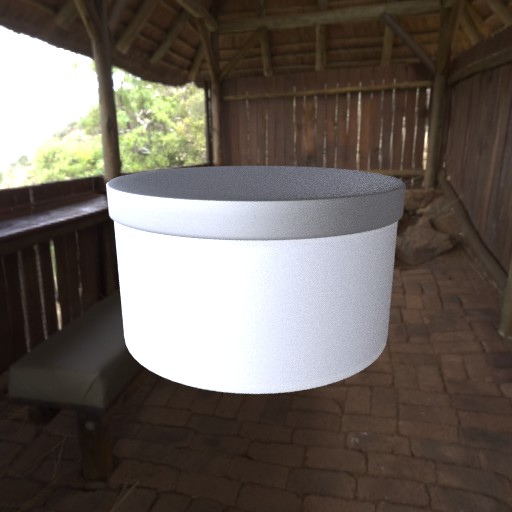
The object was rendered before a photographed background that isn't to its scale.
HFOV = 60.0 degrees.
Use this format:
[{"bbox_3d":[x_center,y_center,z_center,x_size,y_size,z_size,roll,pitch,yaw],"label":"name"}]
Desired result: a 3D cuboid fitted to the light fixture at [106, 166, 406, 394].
[{"bbox_3d":[0.000,0.000,0.642,0.393,0.229,0.393,0,16,0],"label":"light fixture"}]
